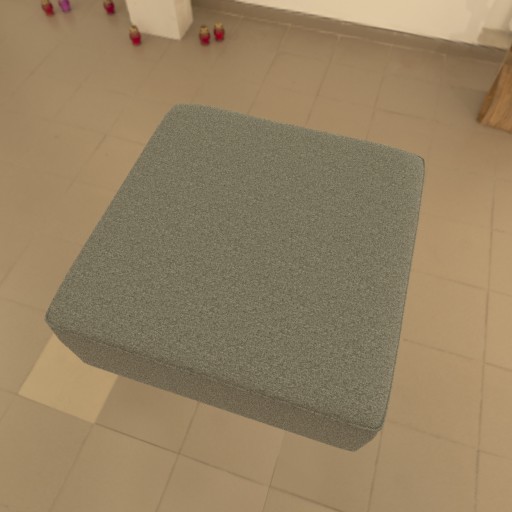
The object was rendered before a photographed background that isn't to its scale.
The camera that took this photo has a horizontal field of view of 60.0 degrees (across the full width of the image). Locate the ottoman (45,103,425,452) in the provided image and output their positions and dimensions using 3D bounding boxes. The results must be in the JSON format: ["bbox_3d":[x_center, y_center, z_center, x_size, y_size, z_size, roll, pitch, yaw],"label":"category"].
[{"bbox_3d":[0.000,0.000,1.591,1.005,0.464,1.015,15,60,9],"label":"ottoman"}]
